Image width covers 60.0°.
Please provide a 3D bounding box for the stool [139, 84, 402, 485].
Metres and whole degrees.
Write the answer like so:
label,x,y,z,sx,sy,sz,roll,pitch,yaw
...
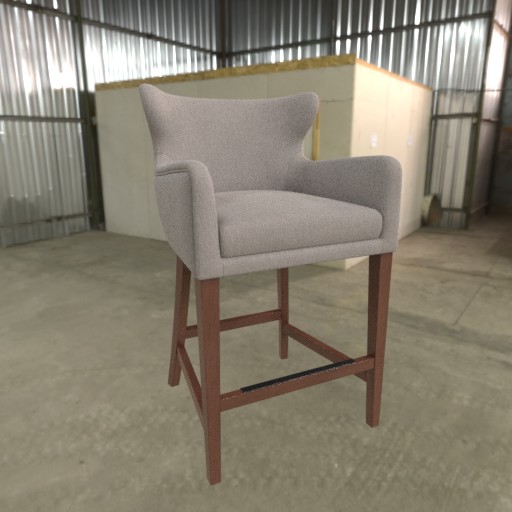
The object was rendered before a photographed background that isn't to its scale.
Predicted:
label,x,y,z,sx,sy,sz,roll,pitch,yaw
stool,0.000,0.000,1.303,0.575,0.951,0.575,-7,17,-25
